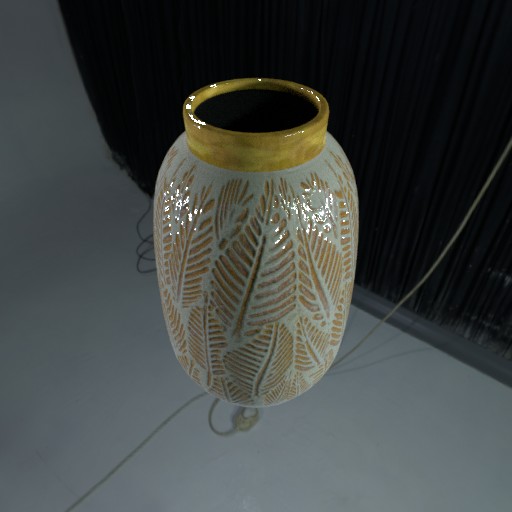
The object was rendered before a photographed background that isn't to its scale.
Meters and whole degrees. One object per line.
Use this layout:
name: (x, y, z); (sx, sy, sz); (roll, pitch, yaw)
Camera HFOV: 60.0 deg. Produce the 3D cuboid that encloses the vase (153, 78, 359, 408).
vase: (0.000, 0.000, 0.383); (0.172, 0.270, 0.172); (0, 42, 0)
